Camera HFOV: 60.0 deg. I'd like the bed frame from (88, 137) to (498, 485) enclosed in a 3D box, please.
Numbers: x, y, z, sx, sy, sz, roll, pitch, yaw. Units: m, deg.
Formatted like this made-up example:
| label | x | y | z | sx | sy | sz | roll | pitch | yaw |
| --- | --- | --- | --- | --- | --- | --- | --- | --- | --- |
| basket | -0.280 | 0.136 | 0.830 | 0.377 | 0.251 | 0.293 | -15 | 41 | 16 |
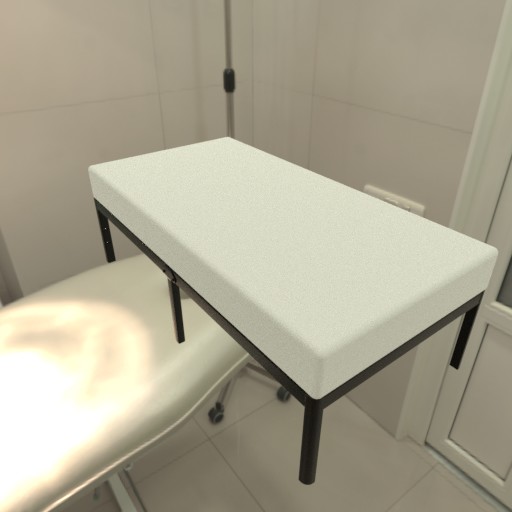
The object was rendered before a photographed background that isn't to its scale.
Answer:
| label | x | y | z | sx | sy | sz | roll | pitch | yaw |
| --- | --- | --- | --- | --- | --- | --- | --- | --- | --- |
| bed frame | 0.000 | 0.000 | 2.350 | 1.023 | 0.659 | 1.950 | -21 | 37 | -31 |
